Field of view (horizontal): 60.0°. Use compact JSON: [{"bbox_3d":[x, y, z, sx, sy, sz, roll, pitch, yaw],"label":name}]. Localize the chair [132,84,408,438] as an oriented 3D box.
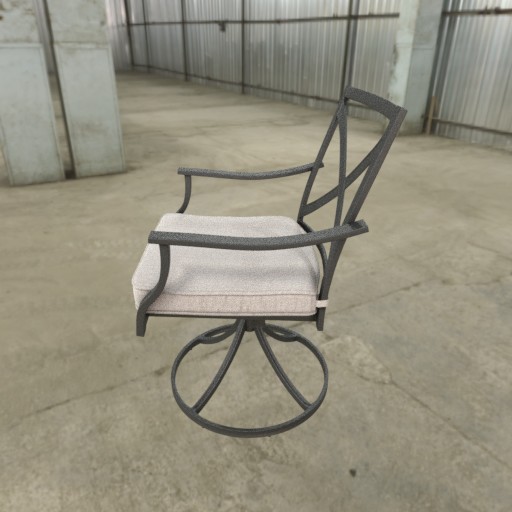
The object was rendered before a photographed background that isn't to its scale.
[{"bbox_3d":[0.000,0.000,1.287,0.620,0.889,0.575,-1,26,-2],"label":"chair"}]
